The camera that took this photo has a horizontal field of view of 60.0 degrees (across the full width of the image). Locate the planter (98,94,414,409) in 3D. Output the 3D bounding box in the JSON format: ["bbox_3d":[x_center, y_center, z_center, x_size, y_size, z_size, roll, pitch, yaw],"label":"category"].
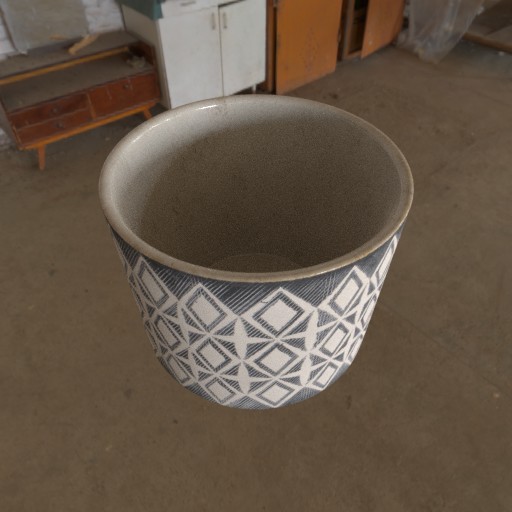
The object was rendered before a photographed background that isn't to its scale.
[{"bbox_3d":[0.000,0.000,0.337,0.192,0.165,0.192,0,46,0],"label":"planter"}]
